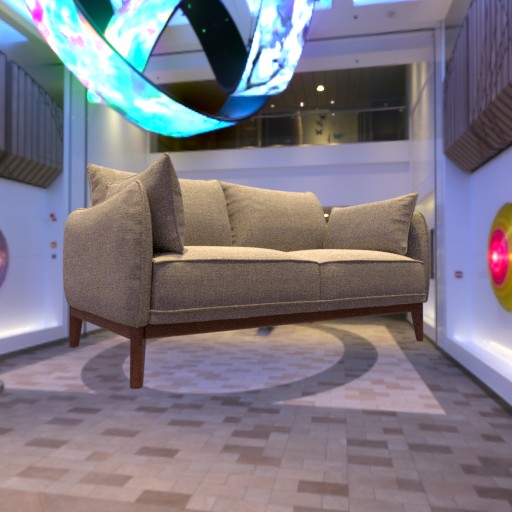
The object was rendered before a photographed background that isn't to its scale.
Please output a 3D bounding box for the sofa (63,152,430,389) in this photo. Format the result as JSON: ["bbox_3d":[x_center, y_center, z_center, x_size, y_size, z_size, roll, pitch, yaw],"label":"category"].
[{"bbox_3d":[0.000,0.000,2.124,1.580,0.851,0.972,1,-1,-35],"label":"sofa"}]
